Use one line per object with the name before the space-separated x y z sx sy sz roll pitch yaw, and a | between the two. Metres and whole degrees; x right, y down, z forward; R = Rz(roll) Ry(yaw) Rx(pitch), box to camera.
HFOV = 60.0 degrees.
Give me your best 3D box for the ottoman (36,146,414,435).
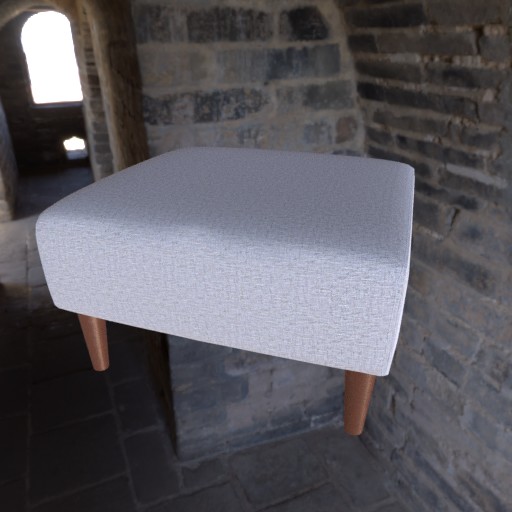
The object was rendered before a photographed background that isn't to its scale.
ottoman | 0.000 0.000 1.032 0.655 0.399 0.648 8 27 17
